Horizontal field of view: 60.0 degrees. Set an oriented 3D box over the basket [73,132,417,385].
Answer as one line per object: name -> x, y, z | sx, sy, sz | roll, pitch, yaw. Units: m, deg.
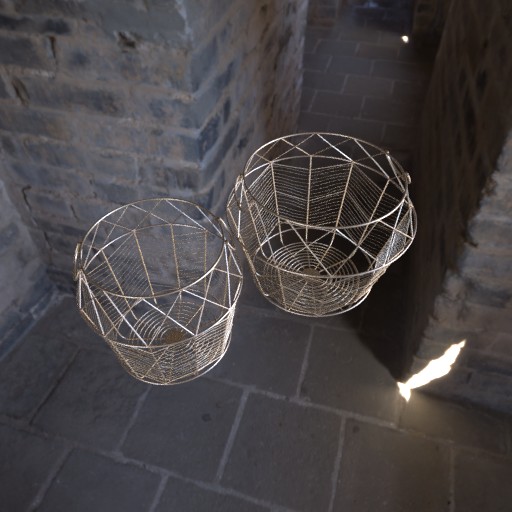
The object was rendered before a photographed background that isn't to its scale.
basket -> 0.000, 0.000, 1.051 | 0.805, 0.343, 0.451 | -23, 50, -21
